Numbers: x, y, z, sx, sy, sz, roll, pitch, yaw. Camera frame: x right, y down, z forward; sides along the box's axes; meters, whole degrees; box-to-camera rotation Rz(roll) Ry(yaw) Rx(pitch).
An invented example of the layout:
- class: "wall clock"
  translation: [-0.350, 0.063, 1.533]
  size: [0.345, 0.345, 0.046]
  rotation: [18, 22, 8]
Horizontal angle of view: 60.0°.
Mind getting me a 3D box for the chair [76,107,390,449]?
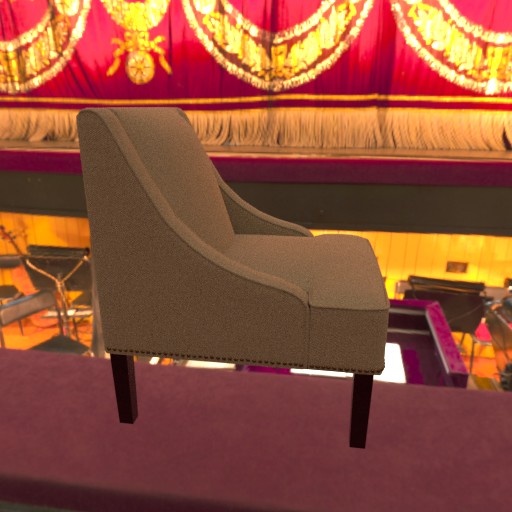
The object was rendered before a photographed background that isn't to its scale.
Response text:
- class: "chair"
  translation: [0.000, 0.000, 1.372]
  size: [0.748, 0.872, 0.628]
  rotation: [3, 19, 8]
